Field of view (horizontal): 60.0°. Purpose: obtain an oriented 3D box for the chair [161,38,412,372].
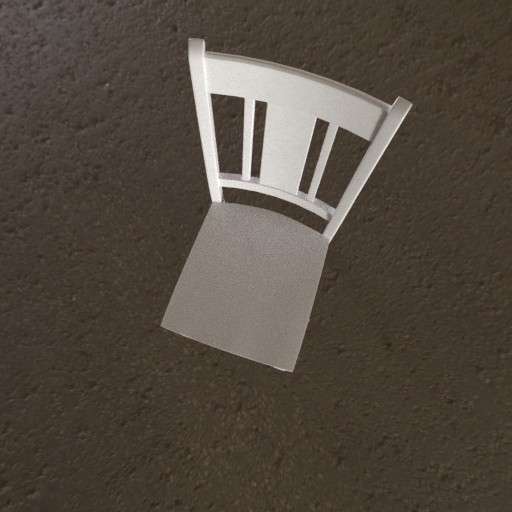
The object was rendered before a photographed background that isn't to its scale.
[{"bbox_3d":[0.000,0.000,1.273,0.450,0.998,0.555,18,76,5],"label":"chair"}]
